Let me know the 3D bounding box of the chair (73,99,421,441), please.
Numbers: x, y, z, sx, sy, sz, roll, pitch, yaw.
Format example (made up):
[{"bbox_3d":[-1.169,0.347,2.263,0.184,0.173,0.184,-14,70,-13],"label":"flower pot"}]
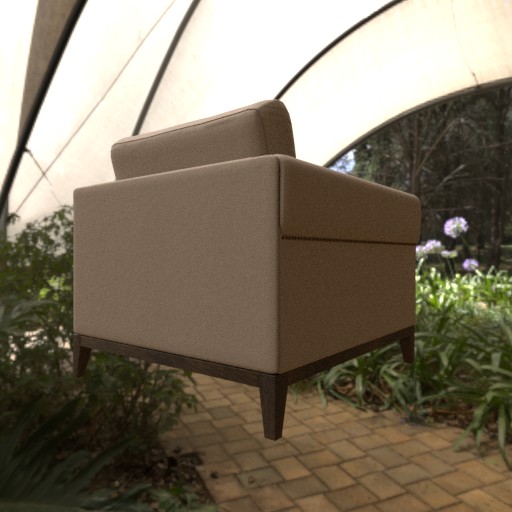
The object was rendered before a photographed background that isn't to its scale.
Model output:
[{"bbox_3d":[0.000,0.000,1.649,0.914,0.838,0.959,0,0,38],"label":"chair"}]
